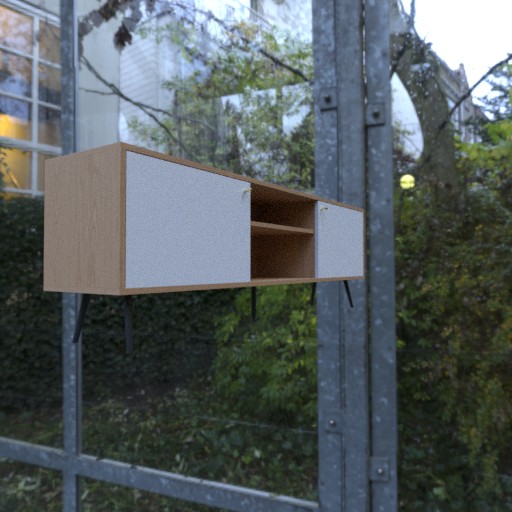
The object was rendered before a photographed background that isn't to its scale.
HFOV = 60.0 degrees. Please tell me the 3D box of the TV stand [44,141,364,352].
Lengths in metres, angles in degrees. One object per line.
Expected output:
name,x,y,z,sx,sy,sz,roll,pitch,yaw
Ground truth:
TV stand,0.000,0.000,2.002,0.400,0.580,1.760,-1,-1,35
